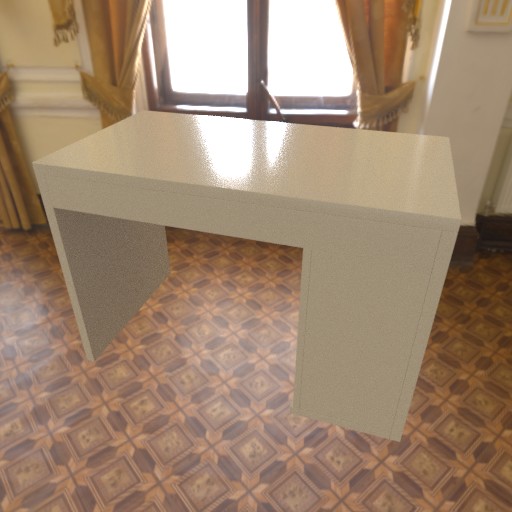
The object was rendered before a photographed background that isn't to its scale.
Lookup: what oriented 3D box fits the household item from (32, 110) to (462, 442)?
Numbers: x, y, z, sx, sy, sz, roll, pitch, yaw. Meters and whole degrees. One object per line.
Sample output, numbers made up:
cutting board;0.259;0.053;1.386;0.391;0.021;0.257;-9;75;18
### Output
household item;0.000;0.000;1.512;1.100;0.749;0.597;10;33;15
